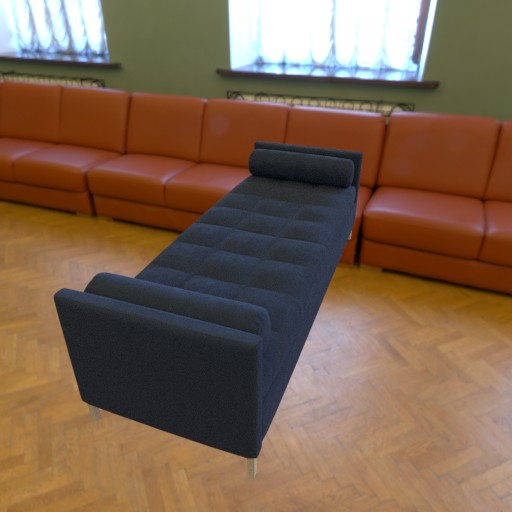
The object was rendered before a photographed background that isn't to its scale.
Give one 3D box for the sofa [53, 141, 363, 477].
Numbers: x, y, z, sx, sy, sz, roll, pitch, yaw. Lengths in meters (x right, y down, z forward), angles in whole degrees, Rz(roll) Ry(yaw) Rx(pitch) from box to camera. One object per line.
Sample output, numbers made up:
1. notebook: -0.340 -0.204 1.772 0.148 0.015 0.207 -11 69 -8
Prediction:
1. sofa: 0.000 0.000 2.438 0.797 0.657 2.102 11 32 18
